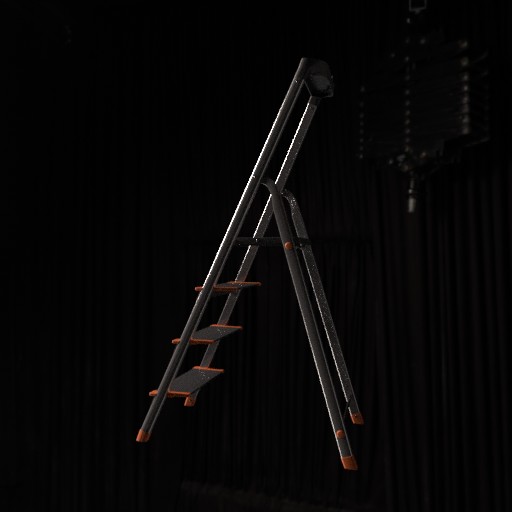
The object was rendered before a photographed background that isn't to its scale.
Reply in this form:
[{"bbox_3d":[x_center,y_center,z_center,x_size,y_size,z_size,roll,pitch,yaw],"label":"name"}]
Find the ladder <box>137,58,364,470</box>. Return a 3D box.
[{"bbox_3d":[0.000,0.000,1.809,0.834,1.429,0.452,0,0,16],"label":"ladder"}]
